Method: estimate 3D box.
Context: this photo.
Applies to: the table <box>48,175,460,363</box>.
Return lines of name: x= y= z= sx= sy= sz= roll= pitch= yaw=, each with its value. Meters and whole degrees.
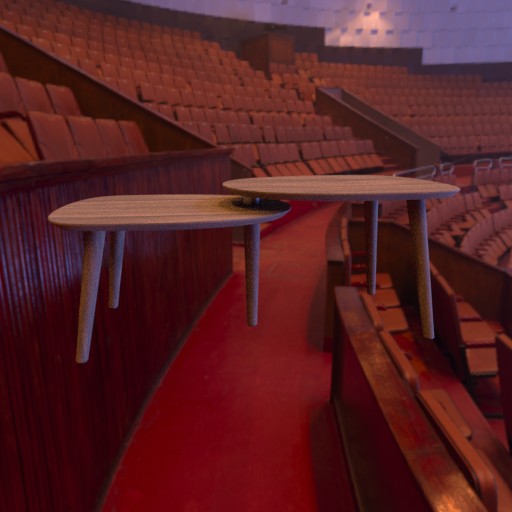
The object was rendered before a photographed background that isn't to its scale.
table: x=0.000 y=0.000 z=1.327 sx=1.084 sy=0.429 sz=0.527 roll=-2 pitch=15 yaw=-8
